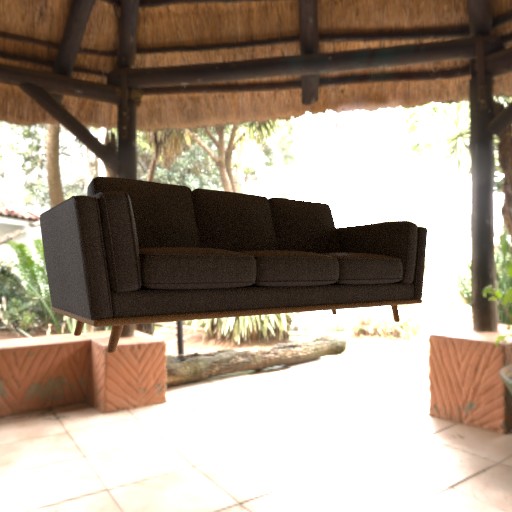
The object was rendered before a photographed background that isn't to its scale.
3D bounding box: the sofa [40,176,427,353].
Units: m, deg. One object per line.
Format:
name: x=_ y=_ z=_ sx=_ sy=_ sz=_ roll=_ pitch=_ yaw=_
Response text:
sofa: x=0.000 y=0.000 z=2.779 sx=2.362 sy=0.899 sz=0.903 roll=1 pitch=-2 yaw=-35
